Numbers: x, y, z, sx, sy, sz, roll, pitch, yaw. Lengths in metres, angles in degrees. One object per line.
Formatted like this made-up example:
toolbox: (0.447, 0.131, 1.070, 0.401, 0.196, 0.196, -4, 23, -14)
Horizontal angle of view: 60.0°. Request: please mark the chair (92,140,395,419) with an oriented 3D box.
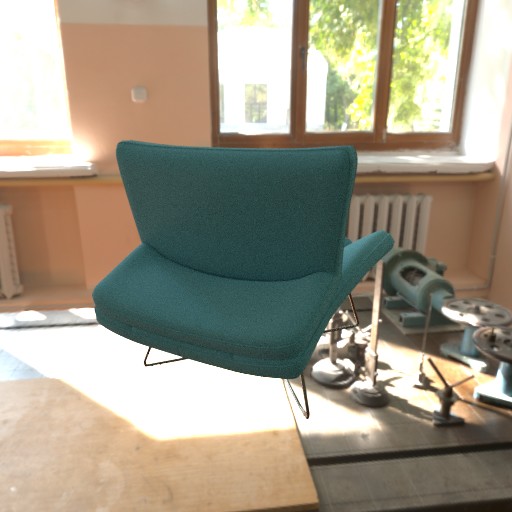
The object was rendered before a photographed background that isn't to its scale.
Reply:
chair: (0.000, 0.000, 1.689, 0.859, 0.855, 1.008, 9, 19, 27)
